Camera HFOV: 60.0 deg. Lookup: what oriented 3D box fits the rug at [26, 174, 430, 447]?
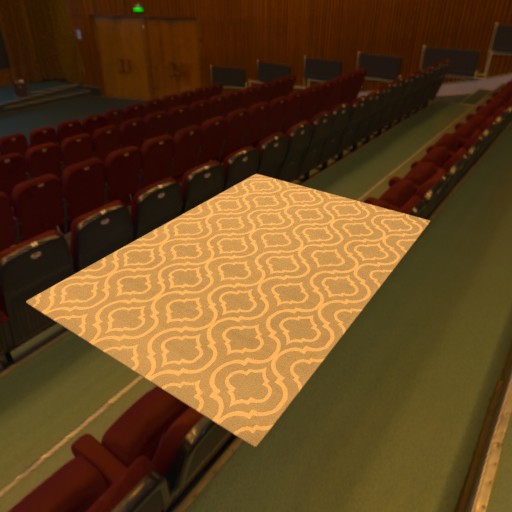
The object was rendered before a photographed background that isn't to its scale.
[{"bbox_3d":[0.000,0.000,2.652,1.451,0.010,2.080,21,38,29],"label":"rug"}]
